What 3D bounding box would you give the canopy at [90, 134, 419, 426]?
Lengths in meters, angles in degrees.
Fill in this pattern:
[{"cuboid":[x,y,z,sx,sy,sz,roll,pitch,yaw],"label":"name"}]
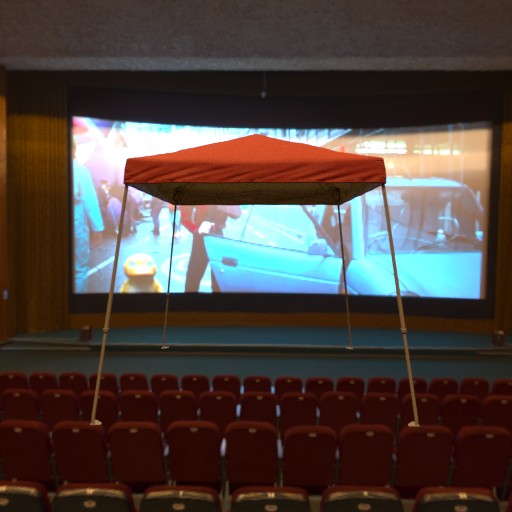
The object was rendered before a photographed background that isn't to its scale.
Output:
[{"cuboid":[0.000,0.000,6.582,3.600,3.600,3.599,0,2,1],"label":"canopy"}]
